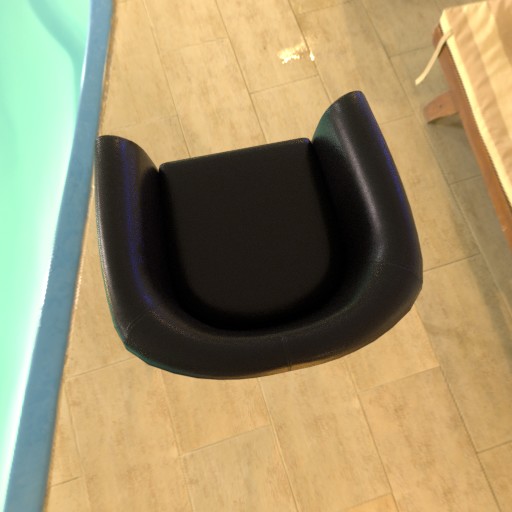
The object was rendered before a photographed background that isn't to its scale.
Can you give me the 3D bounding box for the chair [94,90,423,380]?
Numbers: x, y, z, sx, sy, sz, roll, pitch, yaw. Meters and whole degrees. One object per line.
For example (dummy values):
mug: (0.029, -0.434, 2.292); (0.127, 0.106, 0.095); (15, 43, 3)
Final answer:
chair: (0.000, 0.000, 1.378); (0.793, 0.756, 0.727); (-11, 74, -3)
